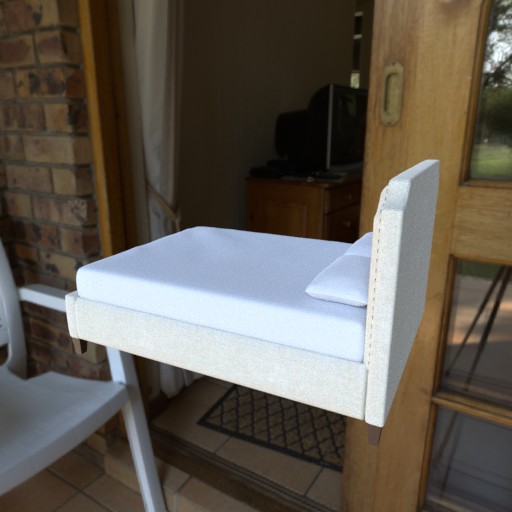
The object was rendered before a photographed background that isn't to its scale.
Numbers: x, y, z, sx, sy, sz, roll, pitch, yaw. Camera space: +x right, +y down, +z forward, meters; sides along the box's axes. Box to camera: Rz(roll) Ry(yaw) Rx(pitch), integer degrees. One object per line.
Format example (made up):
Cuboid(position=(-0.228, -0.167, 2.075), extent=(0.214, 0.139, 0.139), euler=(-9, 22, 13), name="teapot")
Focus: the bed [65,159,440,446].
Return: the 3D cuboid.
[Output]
Cuboid(position=(0.000, 0.000, 3.444), extent=(2.381, 1.457, 1.713), euler=(8, 18, 26), name="bed")
